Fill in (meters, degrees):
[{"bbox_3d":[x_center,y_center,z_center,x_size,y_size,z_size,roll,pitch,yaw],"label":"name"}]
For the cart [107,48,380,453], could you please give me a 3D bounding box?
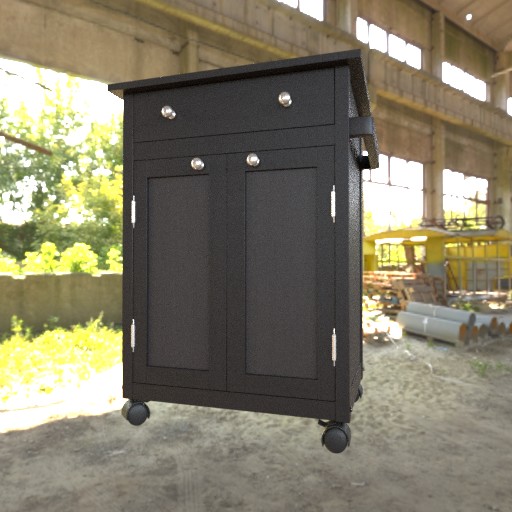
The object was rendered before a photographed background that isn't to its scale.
[{"bbox_3d":[0.000,0.000,1.249,0.660,0.879,0.456,0,-1,18],"label":"cart"}]
